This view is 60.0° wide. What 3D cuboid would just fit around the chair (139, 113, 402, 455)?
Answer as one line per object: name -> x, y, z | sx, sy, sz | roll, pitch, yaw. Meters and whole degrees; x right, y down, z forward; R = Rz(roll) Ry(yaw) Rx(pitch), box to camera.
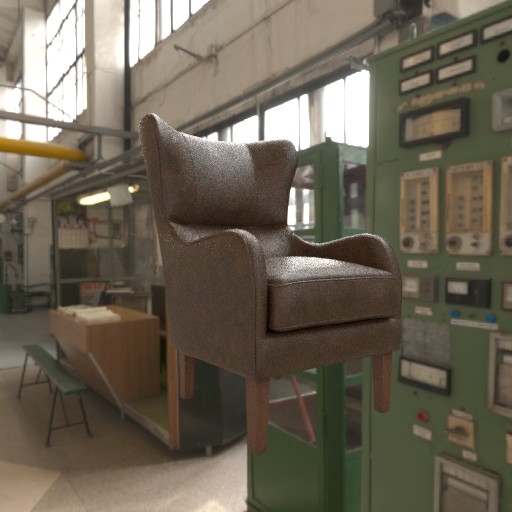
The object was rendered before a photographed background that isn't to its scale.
chair -> 0.000, 0.000, 1.631 | 0.692, 1.048, 0.914 | 0, 1, -36
